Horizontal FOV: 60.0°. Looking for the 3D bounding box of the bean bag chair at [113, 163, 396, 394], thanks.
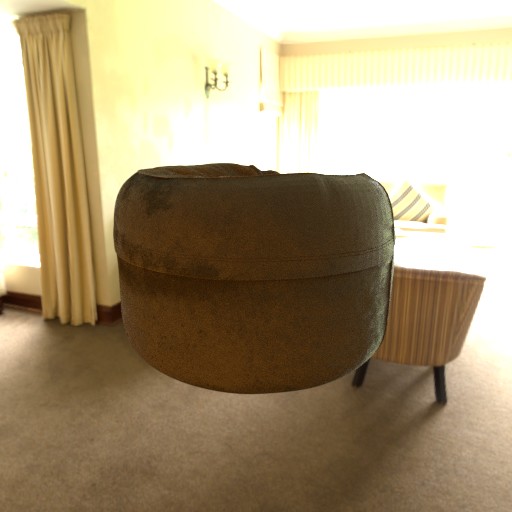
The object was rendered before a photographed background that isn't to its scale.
[{"bbox_3d":[0.000,0.000,1.505,0.918,0.605,0.918,0,14,0],"label":"bean bag chair"}]
